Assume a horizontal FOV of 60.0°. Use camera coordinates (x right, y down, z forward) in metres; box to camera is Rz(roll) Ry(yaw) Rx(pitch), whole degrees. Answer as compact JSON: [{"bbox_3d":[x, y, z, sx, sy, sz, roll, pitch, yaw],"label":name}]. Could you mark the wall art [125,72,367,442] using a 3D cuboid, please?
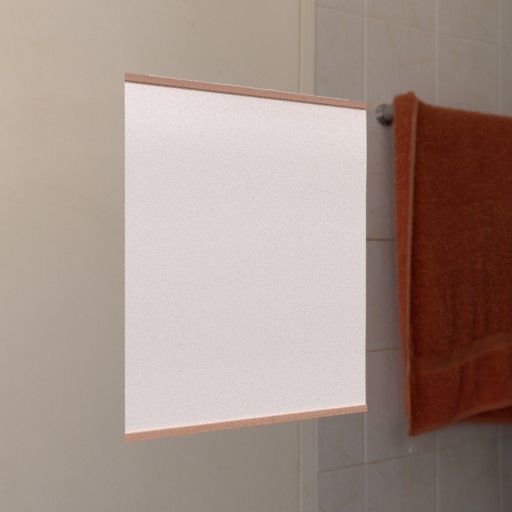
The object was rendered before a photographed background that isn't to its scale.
[{"bbox_3d":[0.000,0.000,1.335,0.758,1.013,0.020,0,0,-18],"label":"wall art"}]
